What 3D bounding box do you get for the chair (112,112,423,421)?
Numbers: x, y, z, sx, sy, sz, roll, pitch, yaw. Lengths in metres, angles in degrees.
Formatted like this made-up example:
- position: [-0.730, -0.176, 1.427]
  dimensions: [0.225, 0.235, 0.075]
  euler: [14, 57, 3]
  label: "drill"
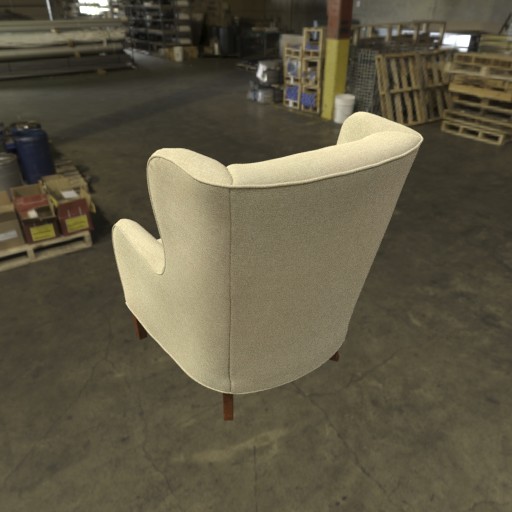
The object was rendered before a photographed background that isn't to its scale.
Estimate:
- position: [0.000, 0.000, 1.716]
  dimensions: [0.838, 1.040, 0.966]
  euler: [-19, 35, -30]
  label: "chair"
